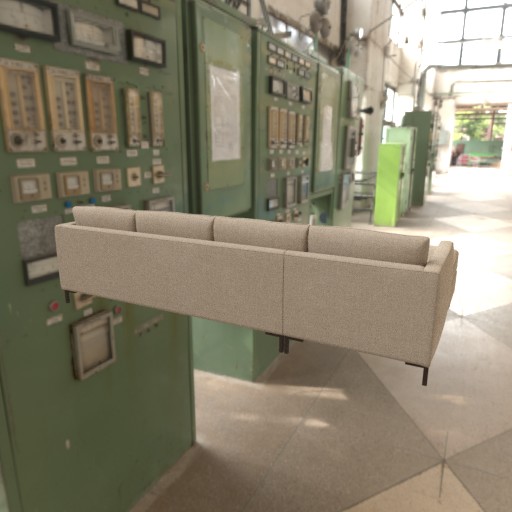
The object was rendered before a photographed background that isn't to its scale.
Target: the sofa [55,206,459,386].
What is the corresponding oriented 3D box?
[{"bbox_3d":[0.000,0.000,3.555,2.923,0.816,1.469,7,16,26],"label":"sofa"}]
